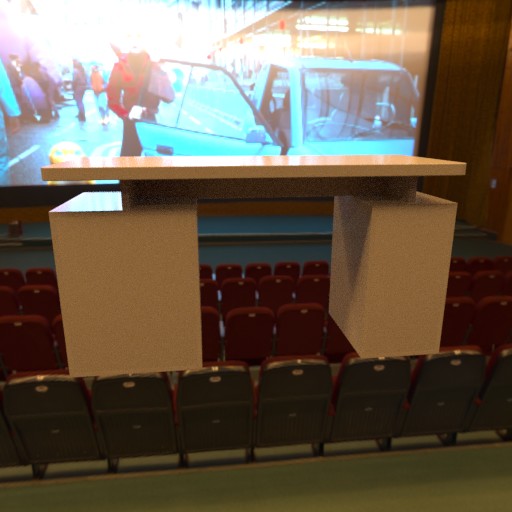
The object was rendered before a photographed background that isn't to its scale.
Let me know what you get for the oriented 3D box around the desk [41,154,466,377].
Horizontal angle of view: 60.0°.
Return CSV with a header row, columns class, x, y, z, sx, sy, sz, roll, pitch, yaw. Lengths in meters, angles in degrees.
class,x,y,z,sx,sy,sz,roll,pitch,yaw
desk,0.000,0.000,1.792,1.400,0.762,0.550,-2,16,-7
